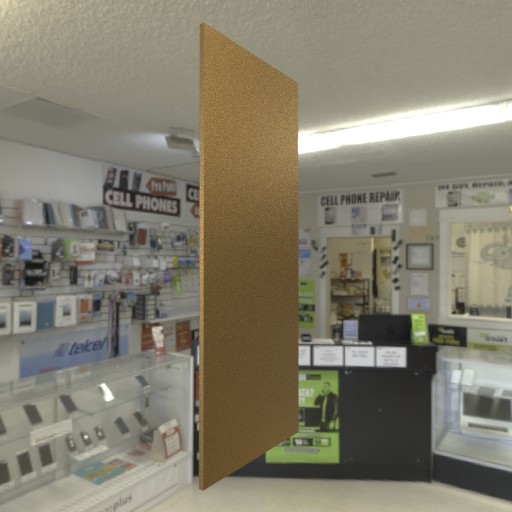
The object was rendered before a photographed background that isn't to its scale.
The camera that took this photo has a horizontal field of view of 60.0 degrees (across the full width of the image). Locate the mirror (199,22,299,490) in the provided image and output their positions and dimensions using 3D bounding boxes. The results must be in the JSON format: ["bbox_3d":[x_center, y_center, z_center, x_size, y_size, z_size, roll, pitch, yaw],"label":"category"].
[{"bbox_3d":[0.000,0.000,2.259,0.025,2.031,0.812,-1,-1,36],"label":"mirror"}]
